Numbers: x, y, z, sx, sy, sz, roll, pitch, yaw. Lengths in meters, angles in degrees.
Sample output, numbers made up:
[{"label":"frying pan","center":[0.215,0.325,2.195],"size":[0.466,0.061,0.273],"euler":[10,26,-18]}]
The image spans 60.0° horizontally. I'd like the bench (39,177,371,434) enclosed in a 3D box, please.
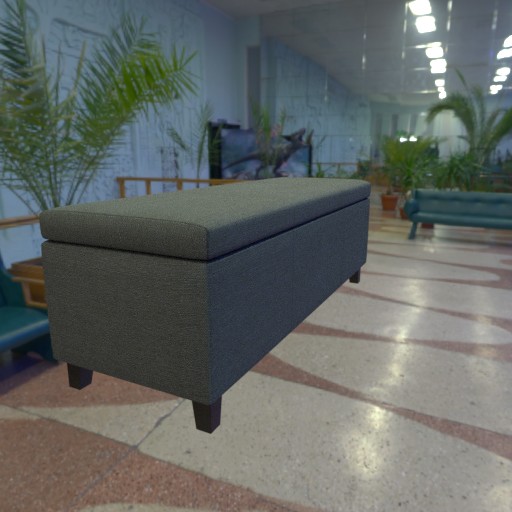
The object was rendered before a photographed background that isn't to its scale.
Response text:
[{"label":"bench","center":[0.000,0.000,1.442],"size":[0.446,0.438,1.269],"euler":[7,15,26]}]
